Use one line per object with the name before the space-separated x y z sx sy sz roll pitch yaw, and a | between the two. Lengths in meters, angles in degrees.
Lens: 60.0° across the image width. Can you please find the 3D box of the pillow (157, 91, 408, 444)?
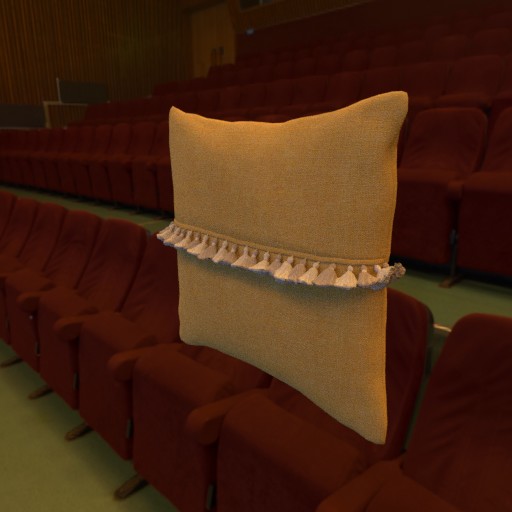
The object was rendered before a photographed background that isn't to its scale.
pillow | 0.000 0.000 0.722 0.485 0.481 0.167 14 21 42
